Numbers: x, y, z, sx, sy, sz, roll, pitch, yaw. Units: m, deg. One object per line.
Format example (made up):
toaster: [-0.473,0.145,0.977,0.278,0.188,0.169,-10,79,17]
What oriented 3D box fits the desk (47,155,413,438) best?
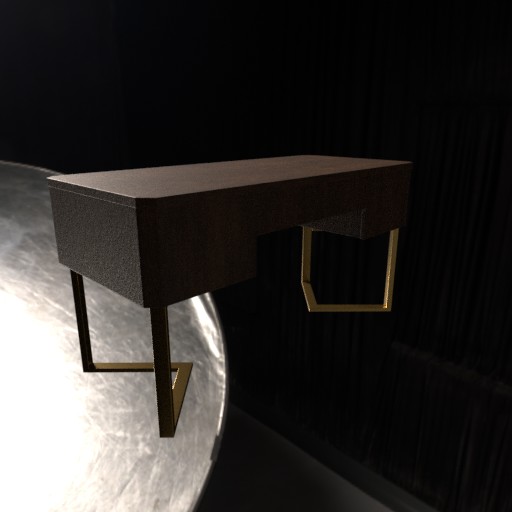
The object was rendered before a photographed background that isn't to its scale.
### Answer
desk: [0.000,0.000,1.950,0.684,0.762,1.479,16,23,42]
